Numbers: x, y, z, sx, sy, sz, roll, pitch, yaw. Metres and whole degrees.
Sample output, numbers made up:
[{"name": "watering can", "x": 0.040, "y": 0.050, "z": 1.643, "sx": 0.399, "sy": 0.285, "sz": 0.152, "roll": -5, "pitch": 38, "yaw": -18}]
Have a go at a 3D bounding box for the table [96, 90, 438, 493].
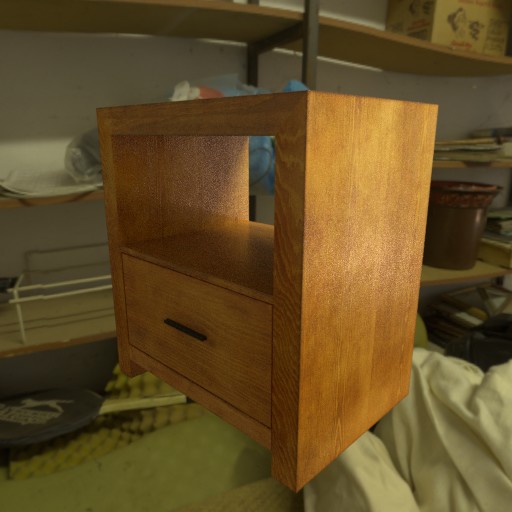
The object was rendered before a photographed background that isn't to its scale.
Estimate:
[{"name": "table", "x": 0.000, "y": 0.000, "z": 0.943, "sx": 0.550, "sy": 0.605, "sz": 0.400, "roll": 14, "pitch": 21, "yaw": 42}]
